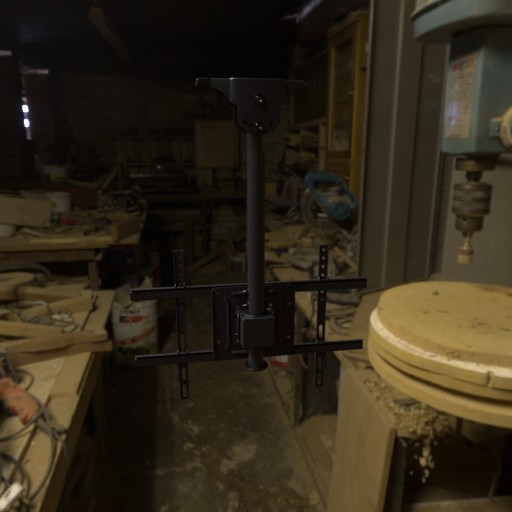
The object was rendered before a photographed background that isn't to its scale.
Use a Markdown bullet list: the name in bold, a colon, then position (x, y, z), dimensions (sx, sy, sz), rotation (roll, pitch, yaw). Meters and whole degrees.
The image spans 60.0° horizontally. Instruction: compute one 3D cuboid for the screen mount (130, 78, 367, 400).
- **screen mount**: position (0.000, 0.000, 1.046), dimensions (0.595, 0.775, 0.090), rotation (-2, 14, -9)
